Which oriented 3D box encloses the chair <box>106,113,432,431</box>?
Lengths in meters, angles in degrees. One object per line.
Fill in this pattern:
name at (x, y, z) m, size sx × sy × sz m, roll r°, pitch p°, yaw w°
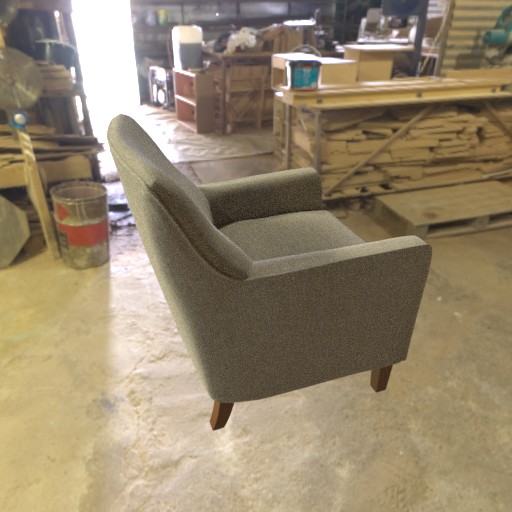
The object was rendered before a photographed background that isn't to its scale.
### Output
chair at (0.000, 0.000, 1.787) m, size 0.993 × 1.047 × 0.887 m, roll -10°, pitch 31°, yaw -18°
